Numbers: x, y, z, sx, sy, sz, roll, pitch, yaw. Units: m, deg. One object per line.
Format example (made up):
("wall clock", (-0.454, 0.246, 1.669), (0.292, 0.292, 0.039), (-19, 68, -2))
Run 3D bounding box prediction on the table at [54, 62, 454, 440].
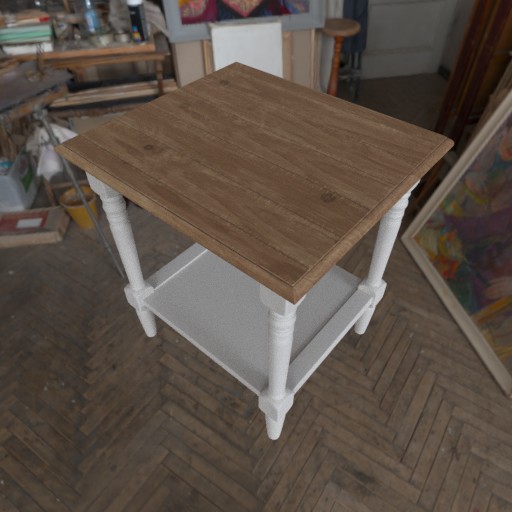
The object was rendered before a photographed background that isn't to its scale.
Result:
("table", (0.000, 0.000, 0.948), (0.508, 0.561, 0.457), (31, 53, 27))
